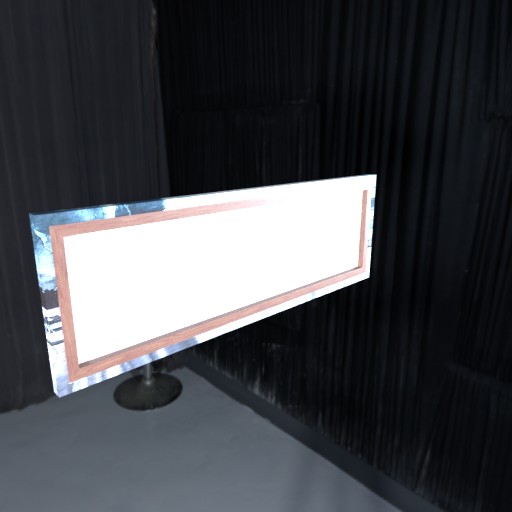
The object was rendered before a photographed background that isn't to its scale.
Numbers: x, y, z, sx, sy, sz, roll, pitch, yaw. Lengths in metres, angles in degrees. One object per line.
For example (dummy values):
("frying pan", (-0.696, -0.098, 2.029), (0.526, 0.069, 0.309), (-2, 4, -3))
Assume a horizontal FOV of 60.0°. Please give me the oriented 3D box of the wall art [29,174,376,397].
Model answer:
("wall art", (0.000, 0.000, 1.666), (1.524, 0.509, 0.037), (-14, 21, -41))
